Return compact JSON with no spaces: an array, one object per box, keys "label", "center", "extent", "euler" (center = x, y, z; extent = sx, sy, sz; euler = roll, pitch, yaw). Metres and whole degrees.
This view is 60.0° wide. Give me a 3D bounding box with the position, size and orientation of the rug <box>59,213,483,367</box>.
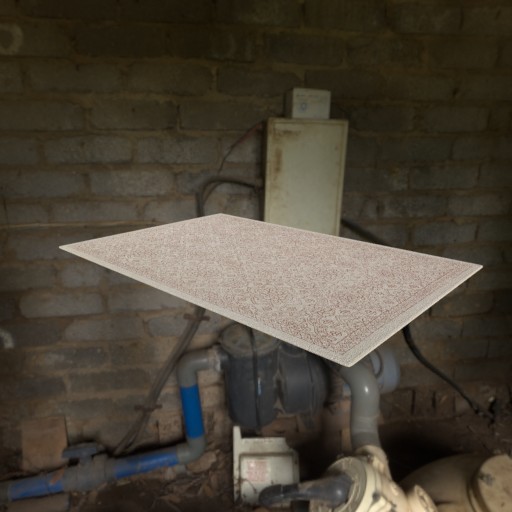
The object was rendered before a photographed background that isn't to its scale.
[{"label":"rug","center":[0.000,0.000,2.275],"extent":[1.829,0.010,1.219],"euler":[15,23,40]}]
